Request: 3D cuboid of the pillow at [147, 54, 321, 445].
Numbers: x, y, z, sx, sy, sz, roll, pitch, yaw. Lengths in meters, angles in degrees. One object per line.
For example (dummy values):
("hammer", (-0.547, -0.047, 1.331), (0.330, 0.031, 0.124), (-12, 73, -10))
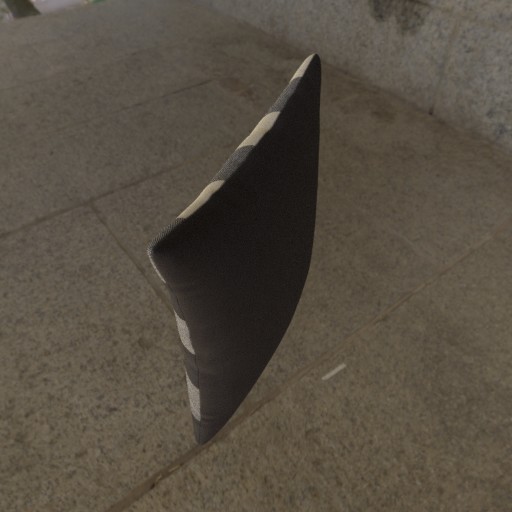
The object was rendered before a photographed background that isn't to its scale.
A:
("pillow", (0.000, 0.000, 0.775), (0.161, 0.509, 0.511), (18, 49, 16))
